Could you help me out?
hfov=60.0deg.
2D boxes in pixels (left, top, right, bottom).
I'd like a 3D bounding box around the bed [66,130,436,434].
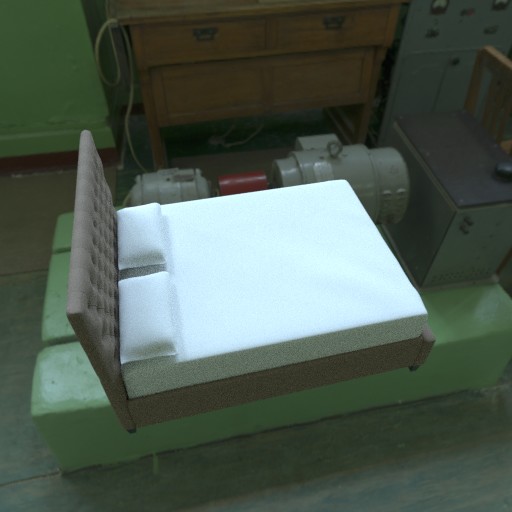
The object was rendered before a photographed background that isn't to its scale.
[{"bbox_3d":[0.000,0.000,3.298,2.233,1.426,1.696,-9,47,-9],"label":"bed"}]
